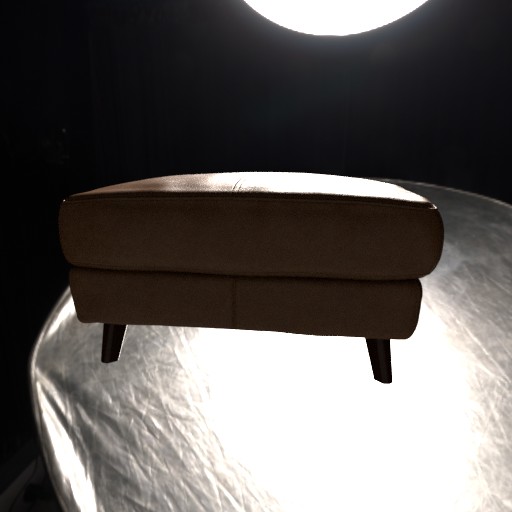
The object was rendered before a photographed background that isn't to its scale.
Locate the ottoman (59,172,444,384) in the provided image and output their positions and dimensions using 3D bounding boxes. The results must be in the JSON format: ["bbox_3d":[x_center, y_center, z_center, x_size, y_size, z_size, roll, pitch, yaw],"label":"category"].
[{"bbox_3d":[0.000,0.000,1.251,0.869,0.461,0.630,2,13,9],"label":"ottoman"}]
